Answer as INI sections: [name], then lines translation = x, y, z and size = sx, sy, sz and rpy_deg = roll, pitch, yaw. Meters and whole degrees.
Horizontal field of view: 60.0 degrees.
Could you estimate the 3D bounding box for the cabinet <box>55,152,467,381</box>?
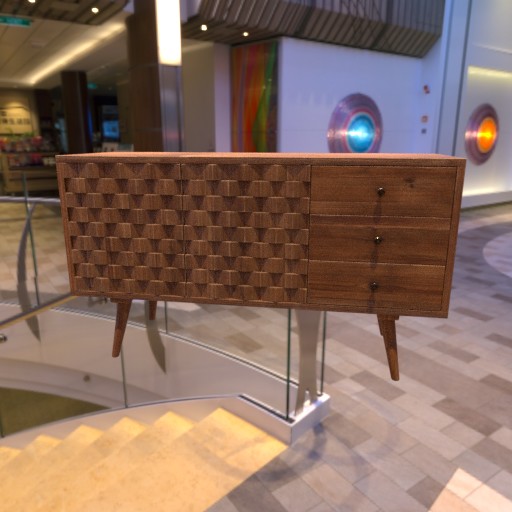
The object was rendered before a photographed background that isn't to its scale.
[cabinet]
translation = 0.000, 0.000, 1.795
size = 1.400, 0.800, 0.472
rpy_deg = 2, 15, 9
